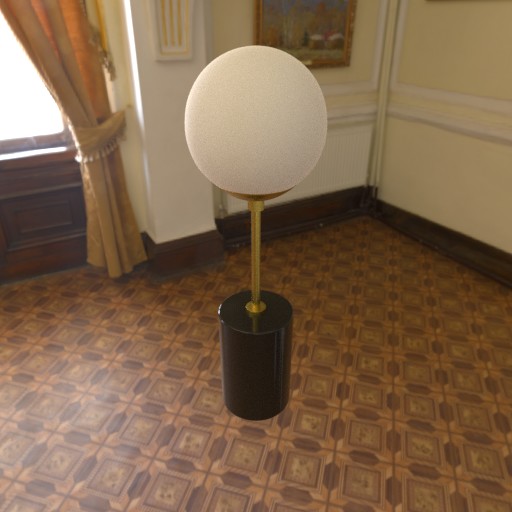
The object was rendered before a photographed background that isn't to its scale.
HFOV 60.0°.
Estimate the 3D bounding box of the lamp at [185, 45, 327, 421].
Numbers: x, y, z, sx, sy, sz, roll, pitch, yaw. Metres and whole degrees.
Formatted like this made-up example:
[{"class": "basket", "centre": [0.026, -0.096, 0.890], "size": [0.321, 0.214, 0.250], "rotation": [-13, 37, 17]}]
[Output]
[{"class": "lamp", "centre": [0.000, 0.000, 0.560], "size": [0.153, 0.480, 0.153], "rotation": [0, 29, 0]}]
